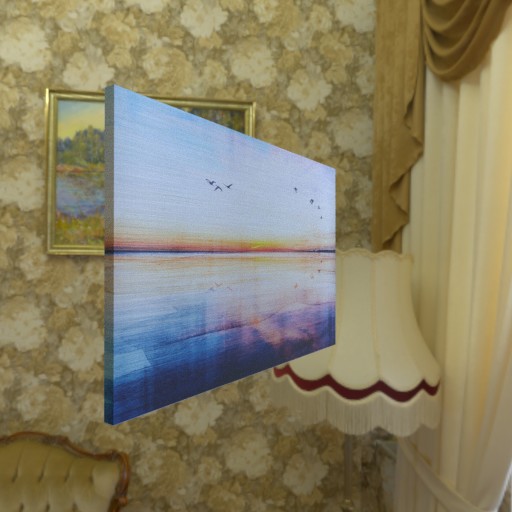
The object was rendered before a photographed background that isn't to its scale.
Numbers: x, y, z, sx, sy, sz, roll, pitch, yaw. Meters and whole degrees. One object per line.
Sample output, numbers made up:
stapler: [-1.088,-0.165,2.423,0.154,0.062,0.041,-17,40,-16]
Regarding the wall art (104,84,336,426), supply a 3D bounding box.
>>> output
wall art: [0.000,0.000,1.453,0.034,0.756,1.137,0,0,35]
